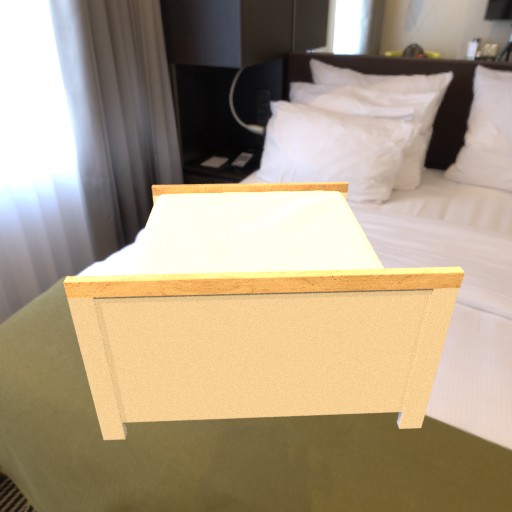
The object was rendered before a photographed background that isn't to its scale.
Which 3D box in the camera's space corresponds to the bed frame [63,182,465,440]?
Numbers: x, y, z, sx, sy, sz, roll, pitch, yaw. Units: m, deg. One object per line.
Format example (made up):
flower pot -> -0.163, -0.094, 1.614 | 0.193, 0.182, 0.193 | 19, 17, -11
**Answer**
bed frame -> 0.000, 0.000, 2.966 | 1.670, 0.980, 2.050 | -1, 30, -2
